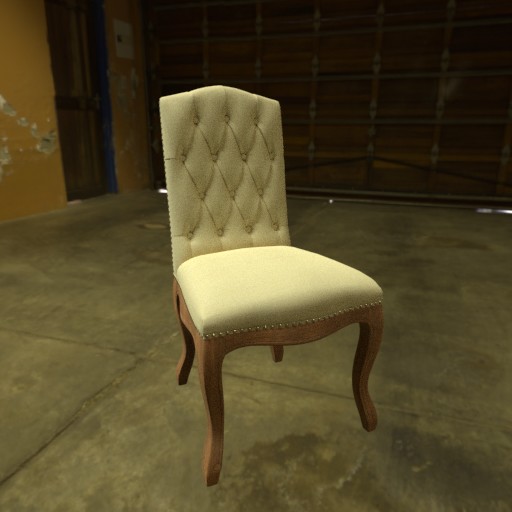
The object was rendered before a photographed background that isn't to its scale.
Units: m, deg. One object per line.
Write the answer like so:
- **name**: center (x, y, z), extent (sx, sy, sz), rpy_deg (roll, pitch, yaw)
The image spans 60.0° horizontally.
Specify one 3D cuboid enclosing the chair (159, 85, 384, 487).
- **chair**: center (0.000, 0.000, 1.545), extent (0.623, 1.165, 0.715), rpy_deg (-7, 17, -24)
